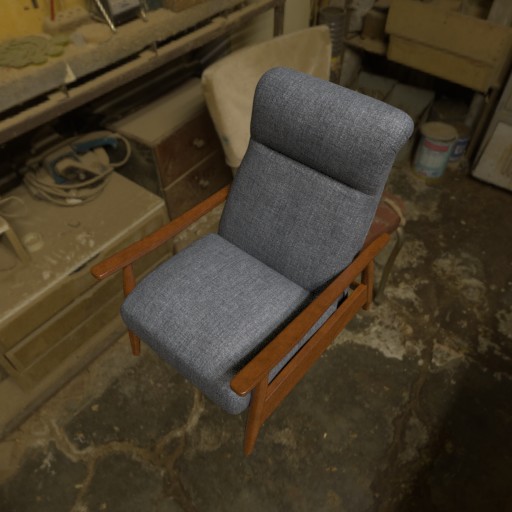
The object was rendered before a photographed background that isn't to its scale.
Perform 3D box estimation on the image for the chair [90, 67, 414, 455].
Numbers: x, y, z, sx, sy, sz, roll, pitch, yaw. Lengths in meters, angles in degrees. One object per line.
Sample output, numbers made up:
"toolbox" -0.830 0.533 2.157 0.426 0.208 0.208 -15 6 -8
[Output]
"chair" 0.000 0.000 1.806 0.762 1.082 1.030 32 55 26
